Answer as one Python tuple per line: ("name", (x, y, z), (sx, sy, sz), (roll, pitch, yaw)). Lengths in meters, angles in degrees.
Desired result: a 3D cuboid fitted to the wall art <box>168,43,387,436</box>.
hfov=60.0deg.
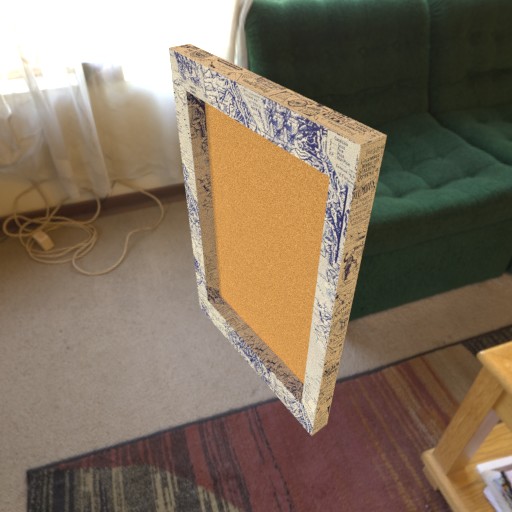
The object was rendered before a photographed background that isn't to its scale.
("wall art", (0.000, 0.000, 0.776), (0.040, 0.601, 0.408), (-26, 47, -27))
